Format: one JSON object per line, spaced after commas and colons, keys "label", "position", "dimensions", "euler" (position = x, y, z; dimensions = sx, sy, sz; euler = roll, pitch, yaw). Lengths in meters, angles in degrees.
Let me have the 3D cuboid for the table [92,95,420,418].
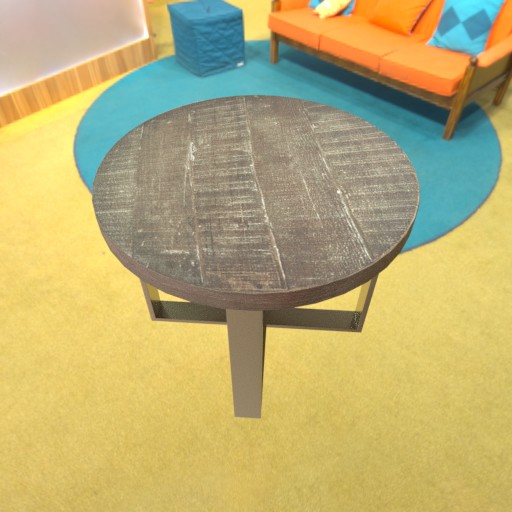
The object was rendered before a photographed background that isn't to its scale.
{"label": "table", "position": [0.000, 0.000, 0.934], "dimensions": [0.557, 0.437, 0.557], "euler": [0, 46, 0]}
